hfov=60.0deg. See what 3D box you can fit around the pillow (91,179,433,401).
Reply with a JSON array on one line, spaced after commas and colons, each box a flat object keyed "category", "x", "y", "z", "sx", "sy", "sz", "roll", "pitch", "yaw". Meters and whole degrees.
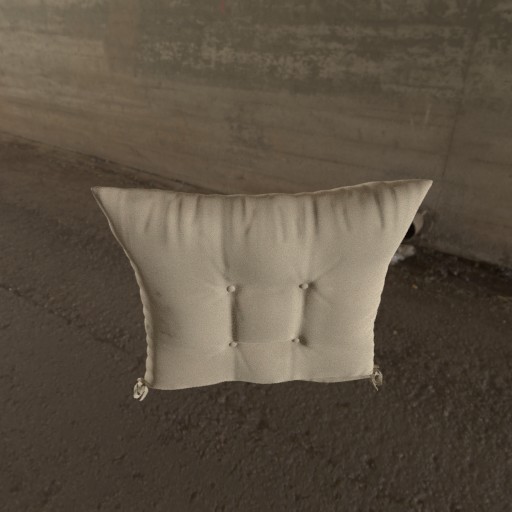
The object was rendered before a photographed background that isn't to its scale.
[{"category": "pillow", "x": 0.000, "y": 0.000, "z": 0.992, "sx": 0.541, "sy": 0.536, "sz": 0.585, "roll": -2, "pitch": 31, "yaw": -3}]
